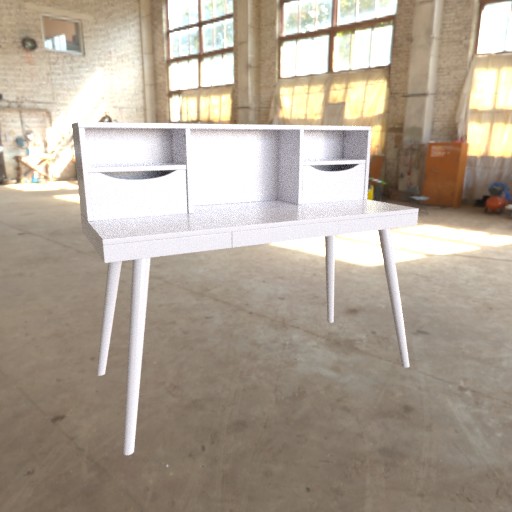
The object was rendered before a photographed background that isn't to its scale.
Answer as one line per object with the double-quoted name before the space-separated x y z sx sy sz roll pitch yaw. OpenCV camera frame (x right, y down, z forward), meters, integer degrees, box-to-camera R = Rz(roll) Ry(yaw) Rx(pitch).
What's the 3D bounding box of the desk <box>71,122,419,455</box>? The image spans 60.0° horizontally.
"desk" 0.000 0.000 1.734 1.199 0.990 0.559 -8 17 -26
